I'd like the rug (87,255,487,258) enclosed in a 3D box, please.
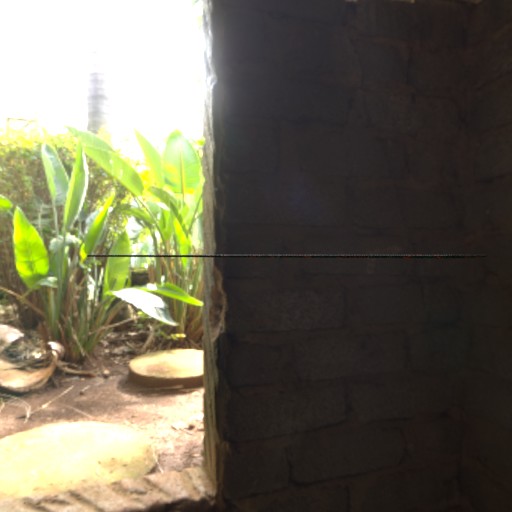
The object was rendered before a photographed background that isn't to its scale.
[{"bbox_3d":[0.000,0.000,2.542,2.286,0.013,0.686,0,0,35],"label":"rug"}]
